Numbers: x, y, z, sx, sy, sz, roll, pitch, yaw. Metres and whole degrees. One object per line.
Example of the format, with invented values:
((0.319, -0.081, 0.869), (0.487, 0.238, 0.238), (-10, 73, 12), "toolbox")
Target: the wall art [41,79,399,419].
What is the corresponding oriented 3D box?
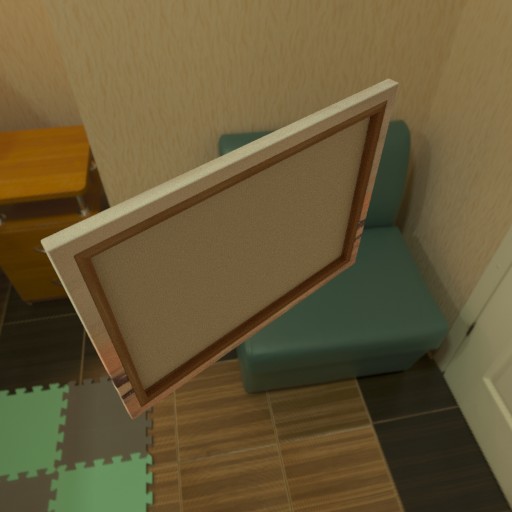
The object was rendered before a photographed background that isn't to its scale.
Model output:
((0.000, 0.000, 1.314), (1.015, 0.763, 0.038), (-31, 55, -26), "wall art")
